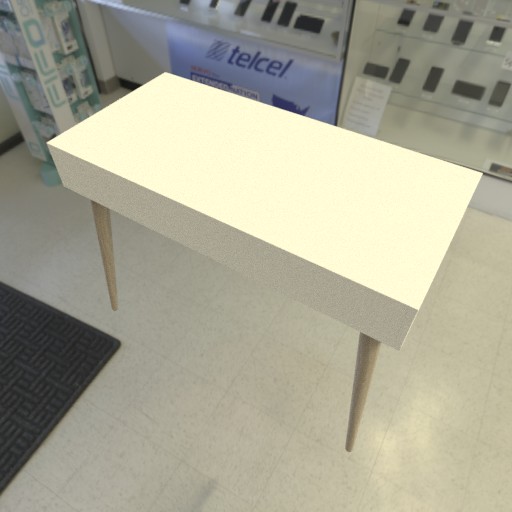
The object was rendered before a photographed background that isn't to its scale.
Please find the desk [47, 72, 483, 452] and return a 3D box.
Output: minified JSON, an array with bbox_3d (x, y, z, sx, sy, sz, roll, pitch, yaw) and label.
[{"bbox_3d":[0.000,0.000,1.363,0.979,0.723,0.491,25,52,21],"label":"desk"}]
